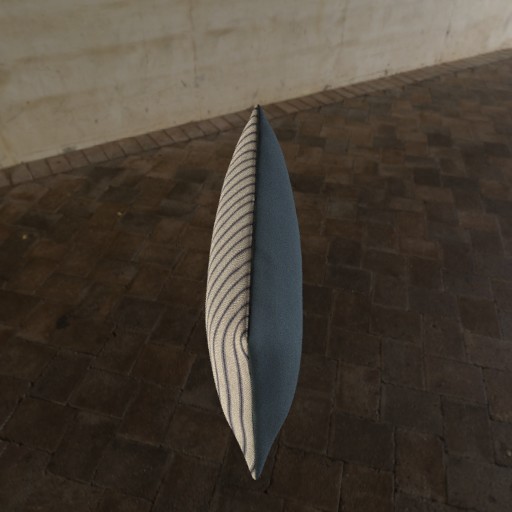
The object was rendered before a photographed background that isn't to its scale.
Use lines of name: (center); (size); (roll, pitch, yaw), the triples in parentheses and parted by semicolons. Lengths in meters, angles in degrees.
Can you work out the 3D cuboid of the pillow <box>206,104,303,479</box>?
pillow: (0.000, 0.000, 0.747); (0.151, 0.305, 0.609); (1, 40, 1)
